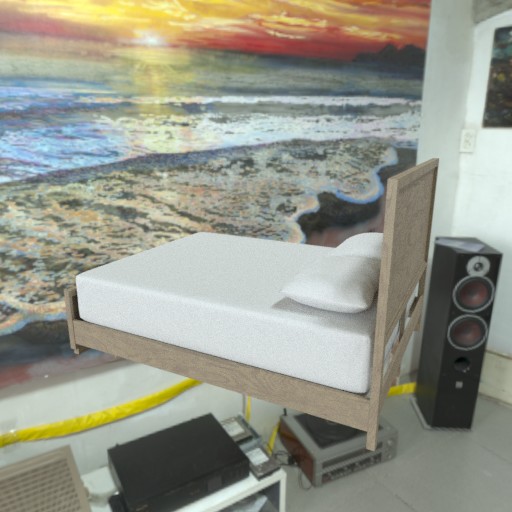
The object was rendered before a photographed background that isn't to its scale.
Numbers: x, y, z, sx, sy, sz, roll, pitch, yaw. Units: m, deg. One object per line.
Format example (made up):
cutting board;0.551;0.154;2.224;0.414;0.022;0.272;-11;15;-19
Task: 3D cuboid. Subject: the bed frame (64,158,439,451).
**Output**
bed frame;0.000;0.000;3.232;2.189;1.369;1.606;8;18;26
